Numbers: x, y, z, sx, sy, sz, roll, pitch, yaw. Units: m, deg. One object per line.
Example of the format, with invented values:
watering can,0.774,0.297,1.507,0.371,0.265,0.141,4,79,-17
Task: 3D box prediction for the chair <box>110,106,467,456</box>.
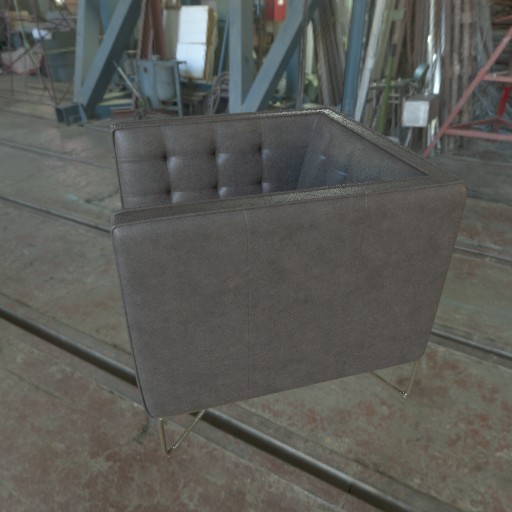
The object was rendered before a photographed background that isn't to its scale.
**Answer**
chair,0.000,0.000,1.548,0.894,0.790,0.880,-8,32,-13
